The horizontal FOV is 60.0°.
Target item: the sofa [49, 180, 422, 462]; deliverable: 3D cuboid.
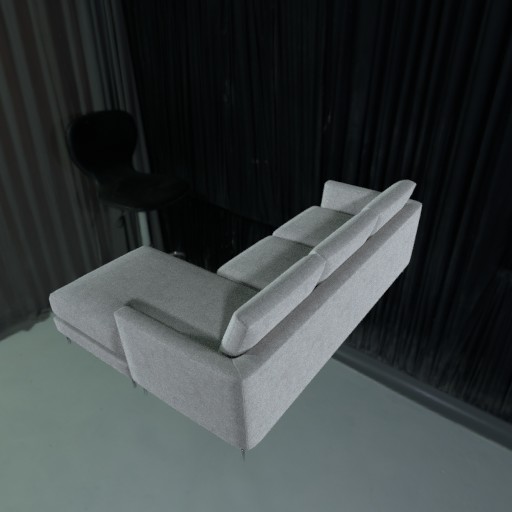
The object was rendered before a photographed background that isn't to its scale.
[{"bbox_3d":[0.000,0.000,3.256,1.626,0.864,2.438,20,36,31],"label":"sofa"}]
